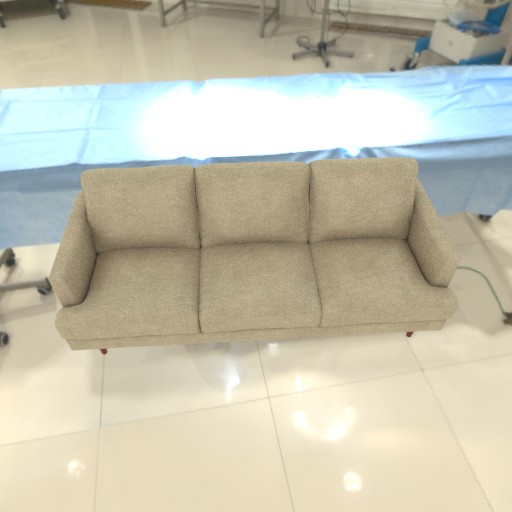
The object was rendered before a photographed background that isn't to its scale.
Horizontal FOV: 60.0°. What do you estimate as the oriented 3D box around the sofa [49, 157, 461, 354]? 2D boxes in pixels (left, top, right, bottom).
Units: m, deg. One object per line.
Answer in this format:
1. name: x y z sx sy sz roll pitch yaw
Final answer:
1. sofa: 0.000 0.000 2.713 2.246 0.930 0.903 -3 46 -3
